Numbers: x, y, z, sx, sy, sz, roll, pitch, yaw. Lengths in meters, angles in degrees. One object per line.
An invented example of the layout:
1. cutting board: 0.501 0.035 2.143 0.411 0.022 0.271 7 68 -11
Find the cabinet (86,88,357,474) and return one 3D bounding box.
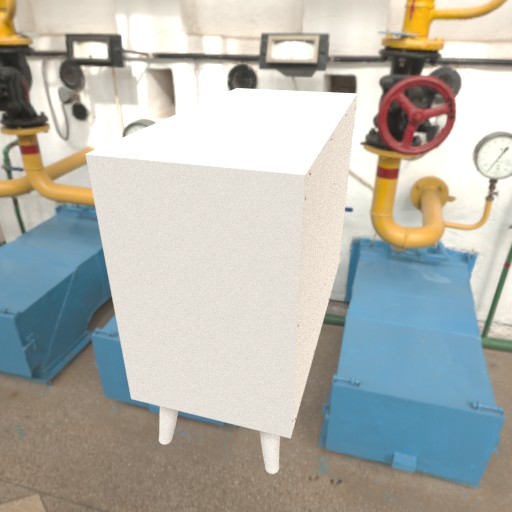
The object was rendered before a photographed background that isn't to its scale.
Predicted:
1. cabinet: 0.000 0.000 1.235 0.398 0.761 0.800 8 30 15
